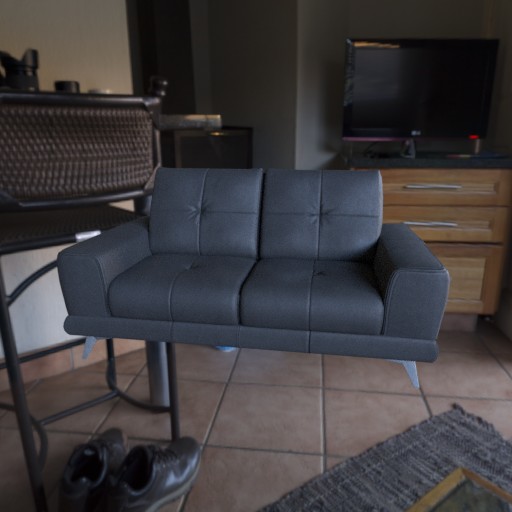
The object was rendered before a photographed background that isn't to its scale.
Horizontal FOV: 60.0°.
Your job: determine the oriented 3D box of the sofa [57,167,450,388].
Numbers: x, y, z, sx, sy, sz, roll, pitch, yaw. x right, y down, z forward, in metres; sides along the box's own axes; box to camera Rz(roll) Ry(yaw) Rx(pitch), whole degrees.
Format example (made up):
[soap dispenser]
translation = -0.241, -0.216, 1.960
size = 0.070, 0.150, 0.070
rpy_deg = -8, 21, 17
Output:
[sofa]
translation = 0.000, 0.000, 2.430
size = 1.806, 0.907, 1.018
rpy_deg = 2, 15, 9
